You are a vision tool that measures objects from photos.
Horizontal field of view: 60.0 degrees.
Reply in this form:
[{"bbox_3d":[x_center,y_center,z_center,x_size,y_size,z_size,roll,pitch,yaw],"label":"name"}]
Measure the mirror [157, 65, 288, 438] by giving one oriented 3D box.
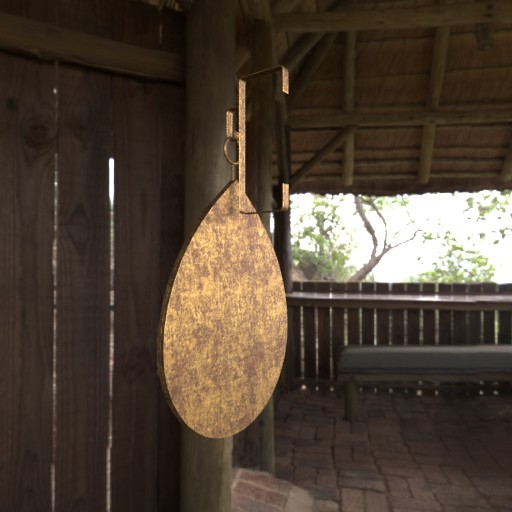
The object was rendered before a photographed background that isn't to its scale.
[{"bbox_3d":[0.000,0.000,0.905,0.144,0.744,0.405,-1,-1,36],"label":"mirror"}]
